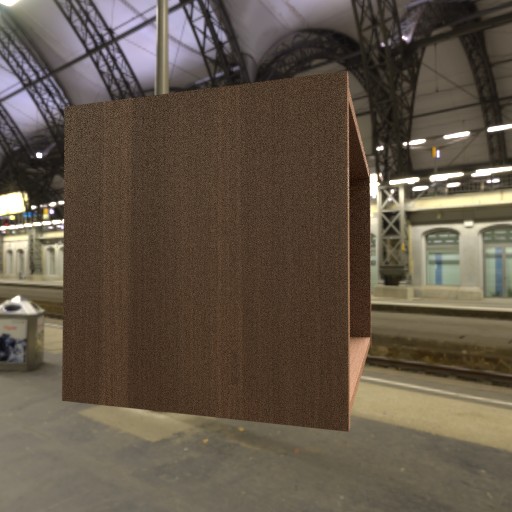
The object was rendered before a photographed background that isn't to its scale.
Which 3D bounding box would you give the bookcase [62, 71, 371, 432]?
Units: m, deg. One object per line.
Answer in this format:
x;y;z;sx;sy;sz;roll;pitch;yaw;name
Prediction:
0.000;0.000;0.615;0.290;0.305;0.415;0;-1;17;bookcase
